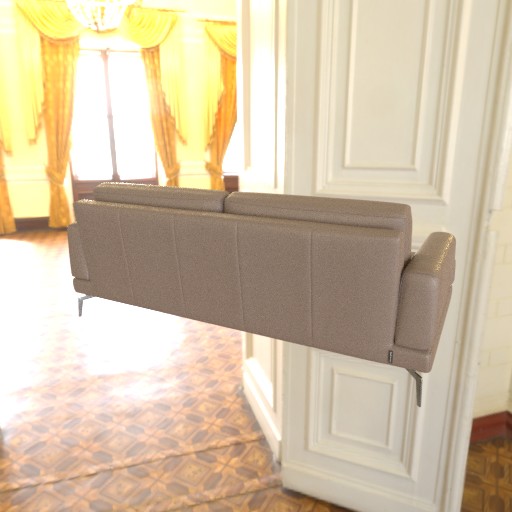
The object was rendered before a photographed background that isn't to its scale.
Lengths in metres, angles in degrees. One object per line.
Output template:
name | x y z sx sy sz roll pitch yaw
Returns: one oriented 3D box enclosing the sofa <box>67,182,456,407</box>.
sofa | 0.000 0.000 2.389 1.940 0.765 0.974 8 18 27
